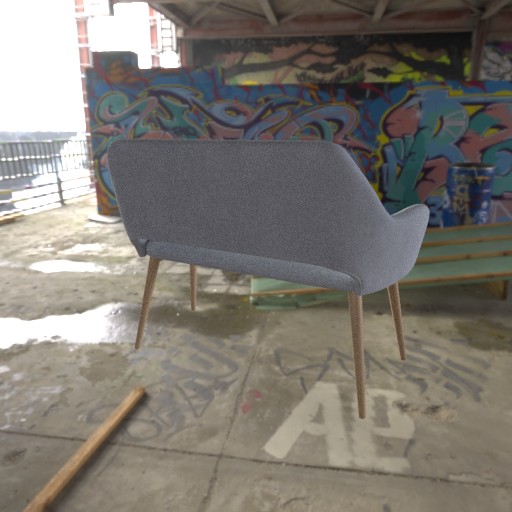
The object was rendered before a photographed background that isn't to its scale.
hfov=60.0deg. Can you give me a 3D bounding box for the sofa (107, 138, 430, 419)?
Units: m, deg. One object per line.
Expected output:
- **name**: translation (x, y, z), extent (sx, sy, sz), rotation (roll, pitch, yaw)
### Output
- **sofa**: translation (0.000, 0.000, 1.634), extent (1.150, 0.840, 0.610), rotation (9, 18, 28)
